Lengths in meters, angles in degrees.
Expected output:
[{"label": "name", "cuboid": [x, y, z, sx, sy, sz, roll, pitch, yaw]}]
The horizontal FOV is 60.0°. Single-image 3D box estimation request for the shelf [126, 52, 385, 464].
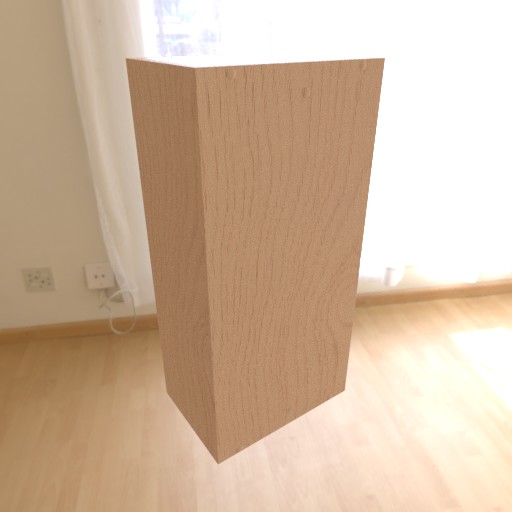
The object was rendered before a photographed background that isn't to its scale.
[{"label": "shelf", "cuboid": [0.000, 0.000, 0.734, 0.290, 0.600, 0.200, -18, 32, -31]}]
